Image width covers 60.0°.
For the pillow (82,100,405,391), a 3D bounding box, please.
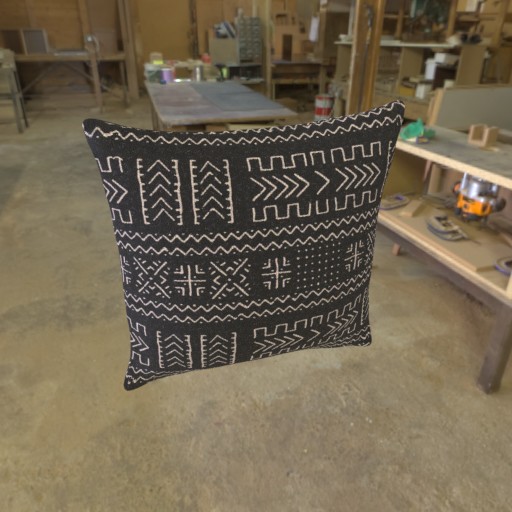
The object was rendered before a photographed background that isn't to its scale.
[{"bbox_3d":[0.000,0.000,0.667,0.438,0.430,0.164,-8,29,-14],"label":"pillow"}]
